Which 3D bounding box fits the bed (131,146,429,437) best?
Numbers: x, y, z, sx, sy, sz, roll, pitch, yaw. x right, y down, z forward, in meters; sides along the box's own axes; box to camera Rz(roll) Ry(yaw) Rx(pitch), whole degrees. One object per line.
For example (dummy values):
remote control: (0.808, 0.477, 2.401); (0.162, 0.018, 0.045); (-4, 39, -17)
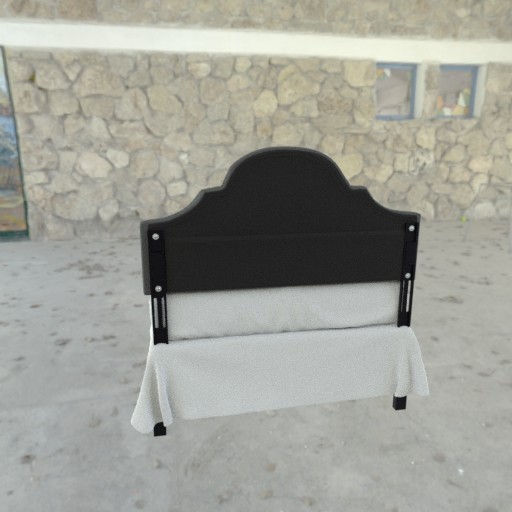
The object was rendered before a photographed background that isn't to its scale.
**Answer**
bed: (0.000, 0.000, 3.444); (1.780, 1.634, 2.222); (-2, 13, -10)
